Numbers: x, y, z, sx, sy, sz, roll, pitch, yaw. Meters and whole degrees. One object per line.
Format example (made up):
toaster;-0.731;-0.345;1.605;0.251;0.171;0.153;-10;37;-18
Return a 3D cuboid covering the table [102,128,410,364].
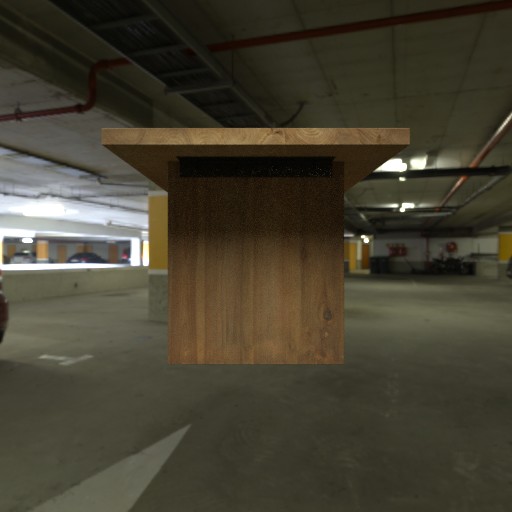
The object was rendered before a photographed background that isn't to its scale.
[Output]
table;0.000;0.000;2.162;0.946;0.780;1.609;0;0;0
